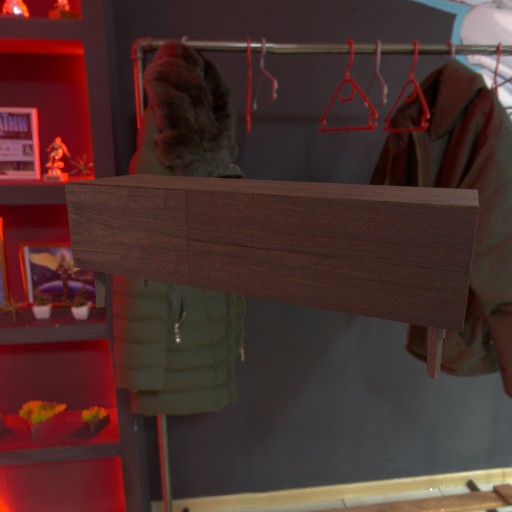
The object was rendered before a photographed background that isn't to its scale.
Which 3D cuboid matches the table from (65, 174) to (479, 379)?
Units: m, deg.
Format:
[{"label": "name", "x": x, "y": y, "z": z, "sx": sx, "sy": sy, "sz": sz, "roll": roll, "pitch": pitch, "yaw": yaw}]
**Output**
[{"label": "table", "x": 0.000, "y": 0.000, "z": 1.614, "sx": 1.397, "sy": 0.508, "sz": 0.405, "roll": 7, "pitch": 17, "yaw": 24}]
